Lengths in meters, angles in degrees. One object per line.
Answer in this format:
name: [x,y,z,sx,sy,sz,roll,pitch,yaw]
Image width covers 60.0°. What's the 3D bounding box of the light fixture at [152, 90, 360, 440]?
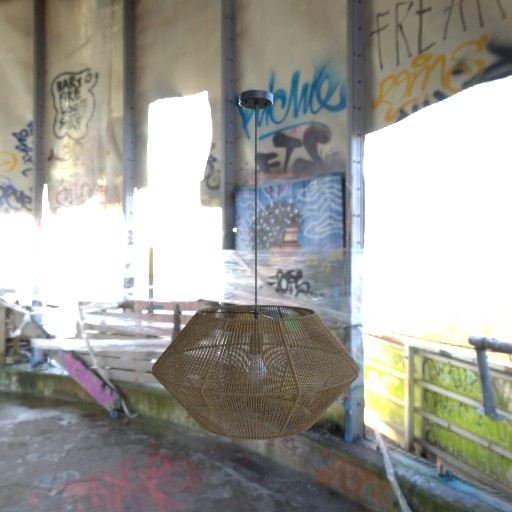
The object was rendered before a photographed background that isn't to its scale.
light fixture: [0.000,0.000,1.397,0.643,1.009,0.643,0,0,0]
